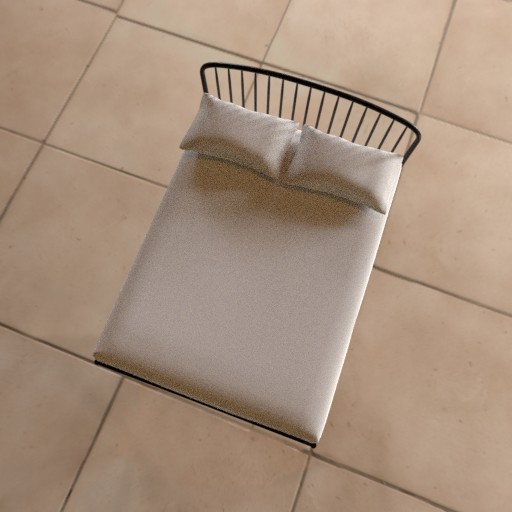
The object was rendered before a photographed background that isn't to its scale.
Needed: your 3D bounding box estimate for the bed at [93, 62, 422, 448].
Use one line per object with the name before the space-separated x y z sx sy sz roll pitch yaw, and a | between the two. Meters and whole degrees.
bed | 0.000 0.000 3.151 1.618 1.166 2.159 19 75 5
